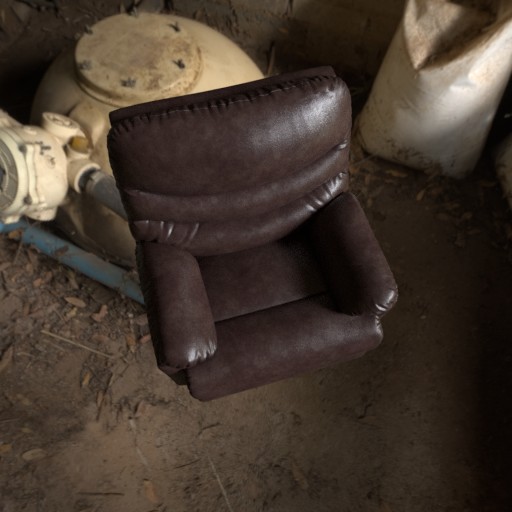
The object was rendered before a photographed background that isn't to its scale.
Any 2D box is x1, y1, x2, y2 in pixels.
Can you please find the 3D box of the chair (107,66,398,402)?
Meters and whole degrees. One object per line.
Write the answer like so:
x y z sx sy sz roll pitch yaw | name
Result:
0.000 0.000 1.725 0.940 1.041 0.879 -14 66 -7 | chair
